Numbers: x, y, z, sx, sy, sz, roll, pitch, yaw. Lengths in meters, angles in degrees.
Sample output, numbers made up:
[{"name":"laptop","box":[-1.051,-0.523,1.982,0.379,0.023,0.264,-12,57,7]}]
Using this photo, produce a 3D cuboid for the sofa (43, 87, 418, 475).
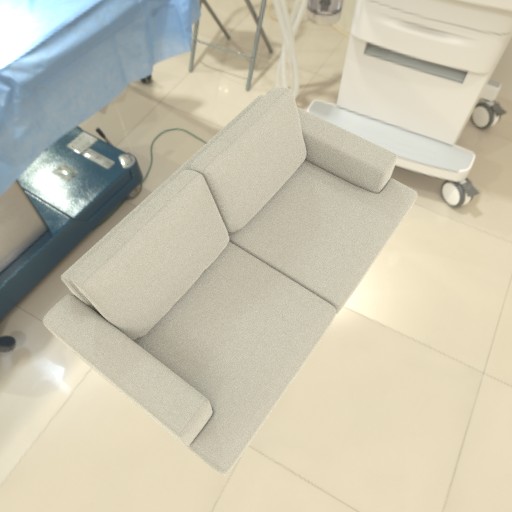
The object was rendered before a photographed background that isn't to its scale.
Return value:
[{"name":"sofa","box":[0.000,0.000,2.086,0.920,0.810,1.650,32,63,18]}]
